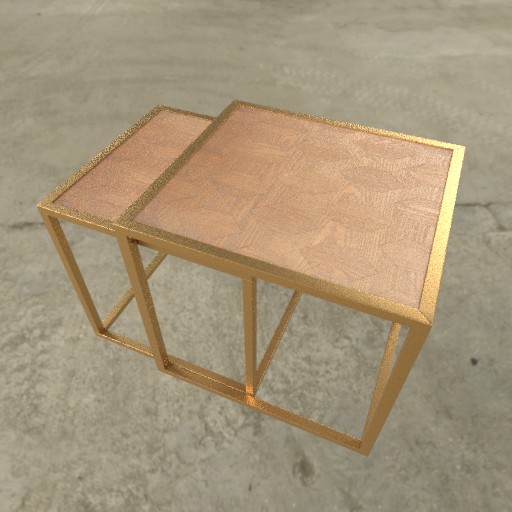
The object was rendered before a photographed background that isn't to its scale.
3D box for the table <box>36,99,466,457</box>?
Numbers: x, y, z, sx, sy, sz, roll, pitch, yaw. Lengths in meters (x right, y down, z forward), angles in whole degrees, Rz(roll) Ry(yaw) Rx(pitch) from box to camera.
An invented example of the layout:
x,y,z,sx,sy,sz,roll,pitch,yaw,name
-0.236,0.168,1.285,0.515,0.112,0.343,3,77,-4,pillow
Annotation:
x,y,z,sx,sy,sz,roll,pitch,yaw,name
0.000,0.000,1.072,0.762,0.505,0.505,17,48,16,table
